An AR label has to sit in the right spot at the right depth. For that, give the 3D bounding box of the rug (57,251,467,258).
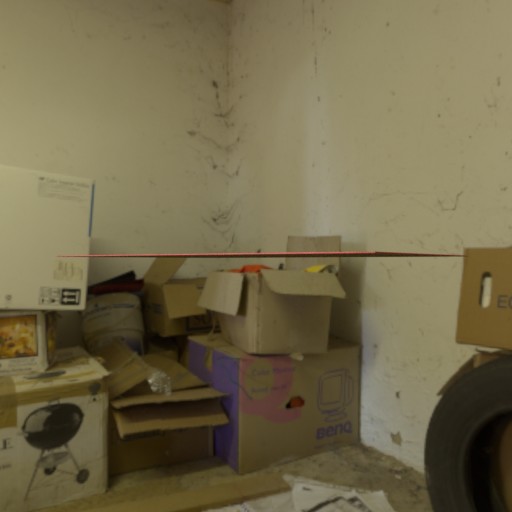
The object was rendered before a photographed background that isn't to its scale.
[{"bbox_3d":[0.000,0.000,2.348,1.814,0.008,1.209,0,-1,37],"label":"rug"}]
